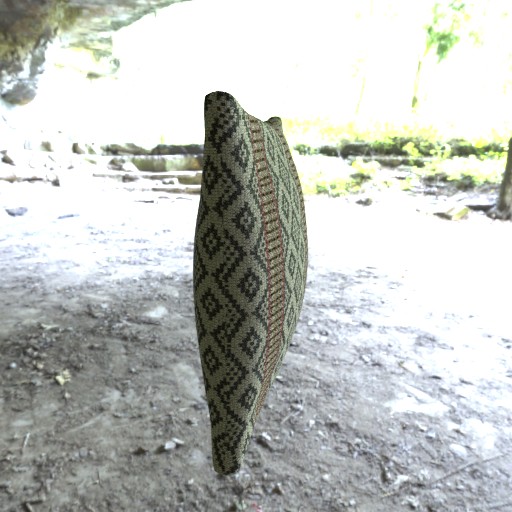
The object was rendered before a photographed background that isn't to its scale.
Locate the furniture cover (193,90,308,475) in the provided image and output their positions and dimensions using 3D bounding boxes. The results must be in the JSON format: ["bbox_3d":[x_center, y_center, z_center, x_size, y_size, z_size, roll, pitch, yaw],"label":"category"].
[{"bbox_3d":[0.000,0.000,0.789,0.182,0.506,0.503,3,15,10],"label":"furniture cover"}]
